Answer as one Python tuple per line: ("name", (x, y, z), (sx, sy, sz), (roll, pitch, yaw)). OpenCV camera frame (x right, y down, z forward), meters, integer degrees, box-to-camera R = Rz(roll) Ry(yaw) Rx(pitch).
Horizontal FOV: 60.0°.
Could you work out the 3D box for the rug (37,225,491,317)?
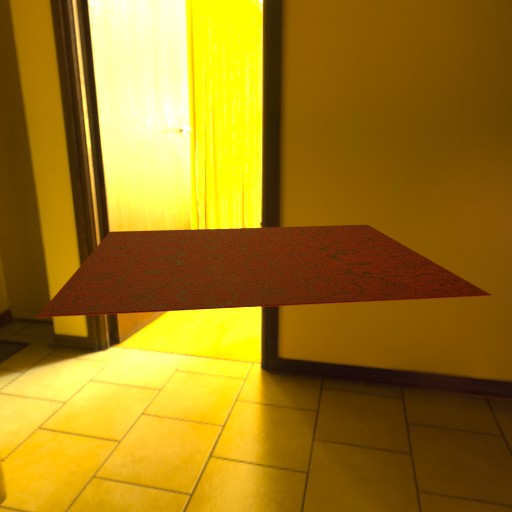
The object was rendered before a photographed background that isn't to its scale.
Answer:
("rug", (0.000, 0.000, 3.920), (2.929, 0.012, 2.300), (-2, 16, -7))
